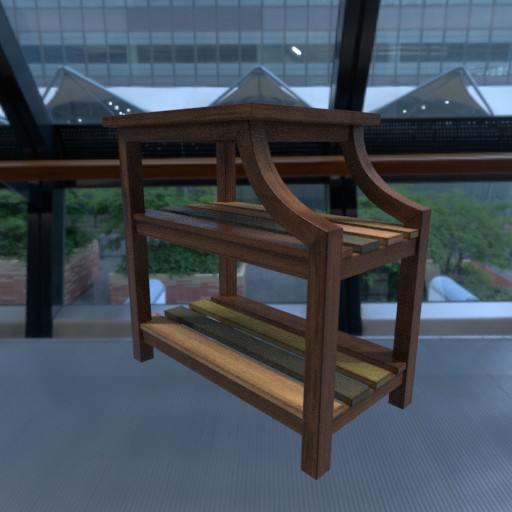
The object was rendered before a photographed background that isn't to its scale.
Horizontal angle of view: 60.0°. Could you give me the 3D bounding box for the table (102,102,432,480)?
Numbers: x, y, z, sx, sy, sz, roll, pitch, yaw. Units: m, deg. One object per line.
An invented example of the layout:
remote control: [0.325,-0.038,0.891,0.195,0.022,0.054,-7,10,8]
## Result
table: [0.000,0.000,0.954,0.356,0.584,0.609,-13,19,-42]
